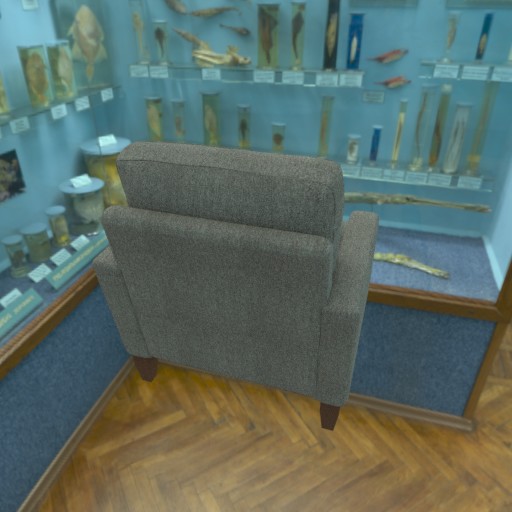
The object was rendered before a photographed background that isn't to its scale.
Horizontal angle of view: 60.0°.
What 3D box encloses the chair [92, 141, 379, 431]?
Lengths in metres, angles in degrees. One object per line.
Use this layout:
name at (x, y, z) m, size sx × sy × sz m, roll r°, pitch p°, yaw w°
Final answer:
chair at (0.000, 0.000, 1.699) m, size 0.855 × 0.993 × 0.897 m, roll 10°, pitch 33°, yaw 15°
